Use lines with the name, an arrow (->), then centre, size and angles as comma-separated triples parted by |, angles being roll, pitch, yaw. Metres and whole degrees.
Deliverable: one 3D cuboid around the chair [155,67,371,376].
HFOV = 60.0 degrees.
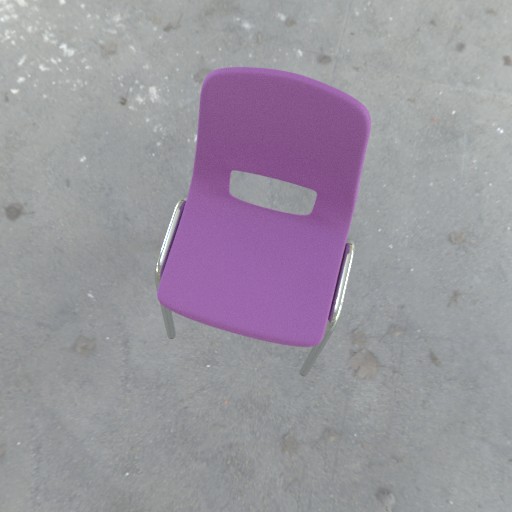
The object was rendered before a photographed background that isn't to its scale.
chair -> 0.000, 0.000, 0.680 | 0.291, 0.493, 0.301 | 15, 76, 4
